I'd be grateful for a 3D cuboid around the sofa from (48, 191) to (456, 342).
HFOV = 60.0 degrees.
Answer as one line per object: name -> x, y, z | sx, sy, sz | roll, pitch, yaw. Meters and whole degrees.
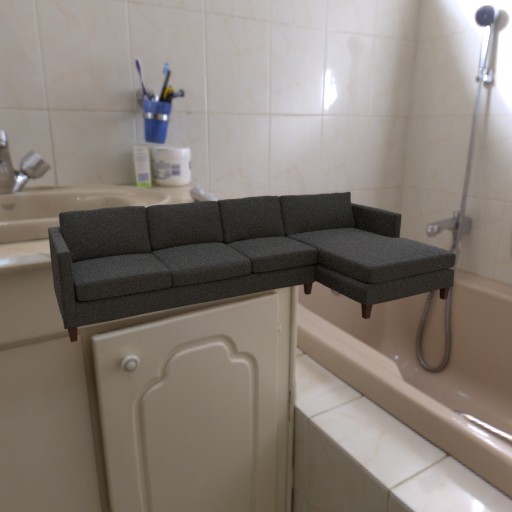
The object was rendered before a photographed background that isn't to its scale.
sofa -> 0.000, 0.000, 3.866 | 3.186, 0.846, 1.625 | -8, 18, -27
